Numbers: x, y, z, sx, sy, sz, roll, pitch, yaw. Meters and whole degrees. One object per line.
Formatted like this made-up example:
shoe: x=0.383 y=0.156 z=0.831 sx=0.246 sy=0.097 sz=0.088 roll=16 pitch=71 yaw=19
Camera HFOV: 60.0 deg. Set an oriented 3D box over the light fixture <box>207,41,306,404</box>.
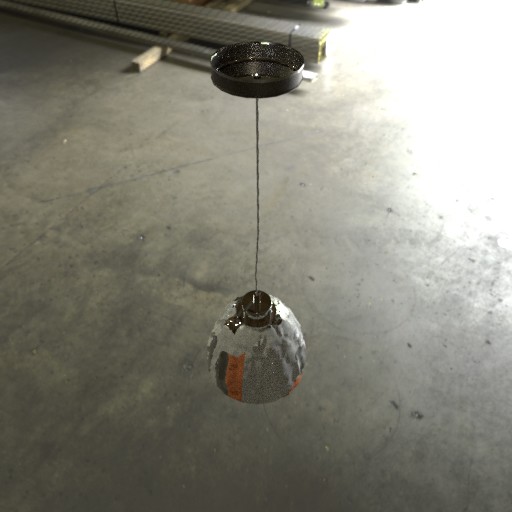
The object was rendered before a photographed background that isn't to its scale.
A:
light fixture: x=0.000 y=0.000 z=1.724 sx=0.500 sy=1.511 sz=0.496 roll=9 pitch=47 yaw=9
